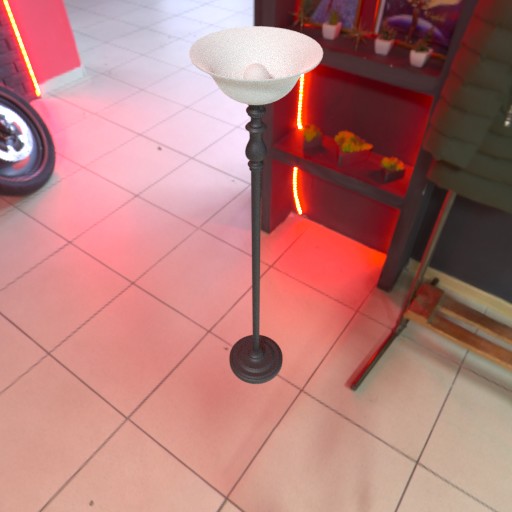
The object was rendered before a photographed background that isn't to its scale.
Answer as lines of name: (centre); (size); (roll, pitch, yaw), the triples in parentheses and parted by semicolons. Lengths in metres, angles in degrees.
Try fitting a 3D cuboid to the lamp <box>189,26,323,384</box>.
lamp: (0.000, 0.000, 1.991); (0.405, 1.797, 0.405); (-16, 48, -15)
